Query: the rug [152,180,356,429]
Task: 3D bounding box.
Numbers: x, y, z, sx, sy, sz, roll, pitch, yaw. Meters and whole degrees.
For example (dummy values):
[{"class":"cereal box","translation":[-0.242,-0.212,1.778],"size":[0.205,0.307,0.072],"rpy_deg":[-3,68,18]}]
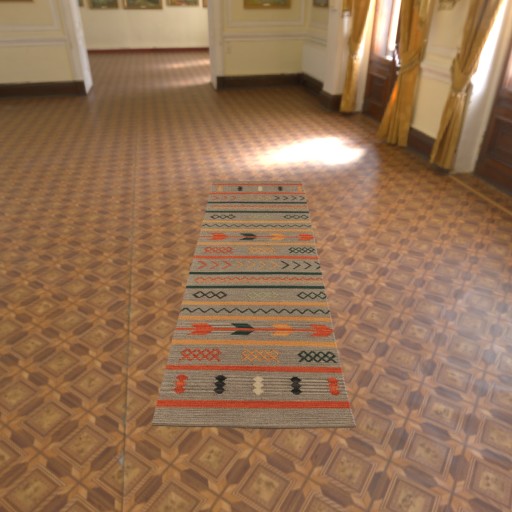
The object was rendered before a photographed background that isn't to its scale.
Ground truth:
[{"class":"rug","translation":[0.000,0.000,2.634],"size":[0.744,0.022,2.419],"rpy_deg":[0,31,0]}]
